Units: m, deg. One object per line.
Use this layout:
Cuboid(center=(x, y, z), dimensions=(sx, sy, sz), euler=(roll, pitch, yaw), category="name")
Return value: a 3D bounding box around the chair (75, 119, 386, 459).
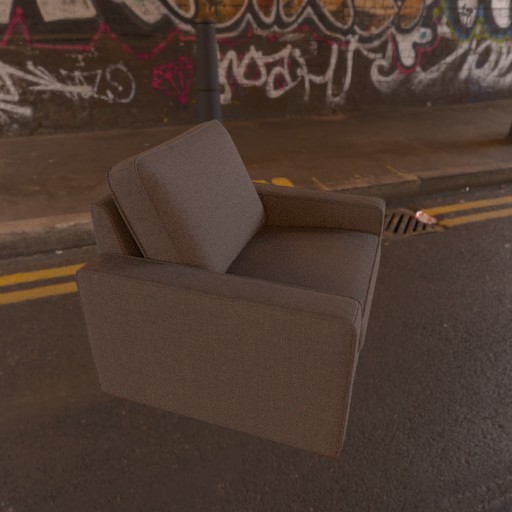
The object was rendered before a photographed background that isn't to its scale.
Cuboid(center=(0.000, 0.000, 1.774), dimensions=(0.940, 0.919, 1.017), euler=(9, 30, 16), category="chair")
